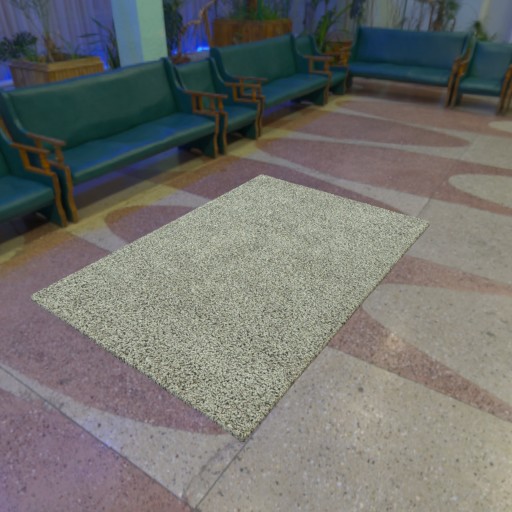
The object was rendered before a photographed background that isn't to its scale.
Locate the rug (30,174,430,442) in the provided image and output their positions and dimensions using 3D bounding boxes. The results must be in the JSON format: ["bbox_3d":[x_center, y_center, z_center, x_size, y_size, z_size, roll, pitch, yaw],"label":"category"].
[{"bbox_3d":[0.000,0.000,2.286,1.219,0.030,1.778,22,38,30],"label":"rug"}]
